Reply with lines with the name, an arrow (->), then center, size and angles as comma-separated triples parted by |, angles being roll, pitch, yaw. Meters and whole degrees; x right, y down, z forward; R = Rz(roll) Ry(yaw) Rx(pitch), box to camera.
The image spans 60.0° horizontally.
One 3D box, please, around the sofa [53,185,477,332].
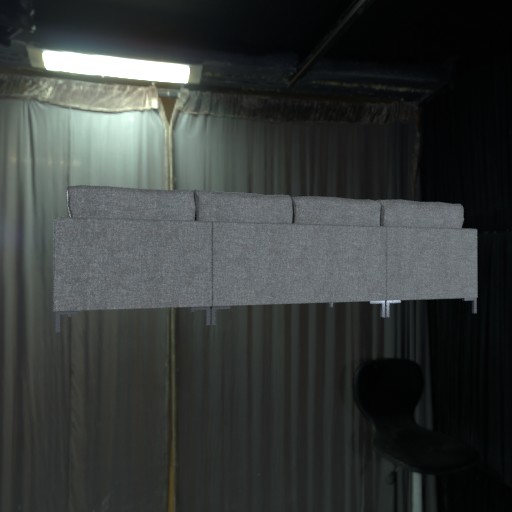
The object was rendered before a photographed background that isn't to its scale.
sofa -> 0.000, 0.000, 4.269 | 3.423, 0.999, 2.048 | 0, -1, -18
